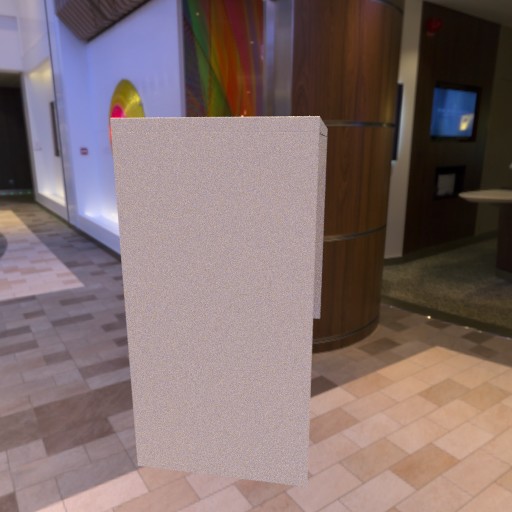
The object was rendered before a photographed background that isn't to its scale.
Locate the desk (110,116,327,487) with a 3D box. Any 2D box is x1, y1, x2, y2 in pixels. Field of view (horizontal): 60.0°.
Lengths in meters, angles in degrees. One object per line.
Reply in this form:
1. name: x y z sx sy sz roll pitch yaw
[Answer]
1. desk: 0.000 0.000 1.398 0.400 0.790 1.000 2 15 9
